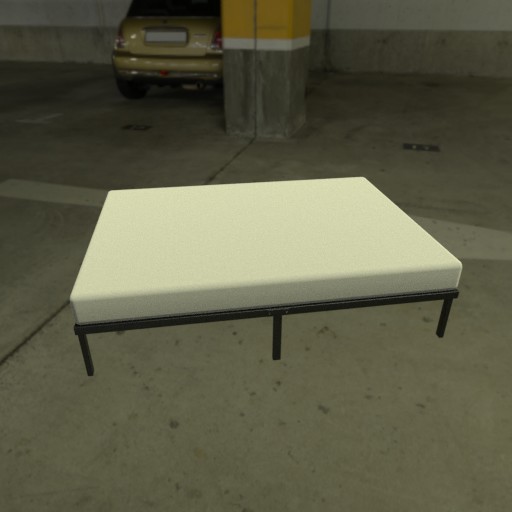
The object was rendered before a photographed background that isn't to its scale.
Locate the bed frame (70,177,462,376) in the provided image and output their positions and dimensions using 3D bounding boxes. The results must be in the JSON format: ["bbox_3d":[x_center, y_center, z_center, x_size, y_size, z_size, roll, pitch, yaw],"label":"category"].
[{"bbox_3d":[0.000,0.000,3.837,2.842,0.680,2.205,-1,29,-2],"label":"bed frame"}]
